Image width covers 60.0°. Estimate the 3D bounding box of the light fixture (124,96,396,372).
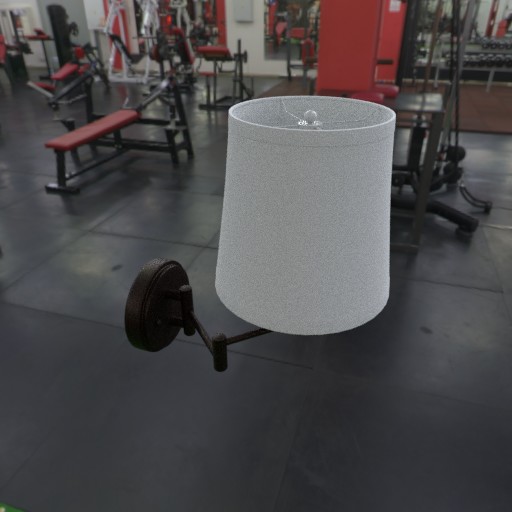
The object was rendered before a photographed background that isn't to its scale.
[{"bbox_3d":[0.000,0.000,0.264,0.157,0.172,0.100,10,31,17],"label":"light fixture"}]
